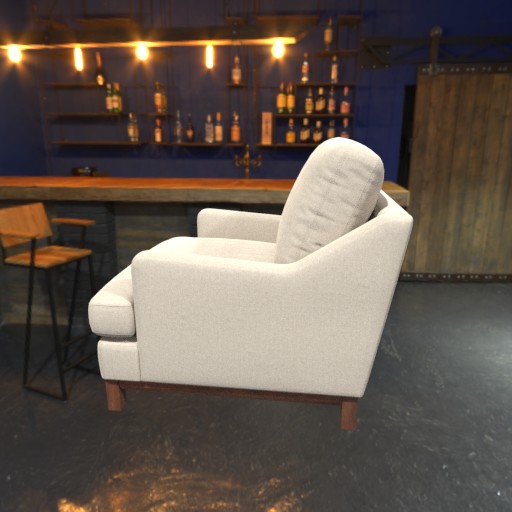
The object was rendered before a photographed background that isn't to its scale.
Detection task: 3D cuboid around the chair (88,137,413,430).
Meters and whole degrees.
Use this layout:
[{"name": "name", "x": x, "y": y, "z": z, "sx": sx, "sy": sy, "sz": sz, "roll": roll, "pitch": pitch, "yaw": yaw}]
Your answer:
[{"name": "chair", "x": 0.000, "y": 0.000, "z": 1.769, "sx": 1.001, "sy": 0.916, "sz": 0.912, "roll": 2, "pitch": 16, "yaw": 7}]
